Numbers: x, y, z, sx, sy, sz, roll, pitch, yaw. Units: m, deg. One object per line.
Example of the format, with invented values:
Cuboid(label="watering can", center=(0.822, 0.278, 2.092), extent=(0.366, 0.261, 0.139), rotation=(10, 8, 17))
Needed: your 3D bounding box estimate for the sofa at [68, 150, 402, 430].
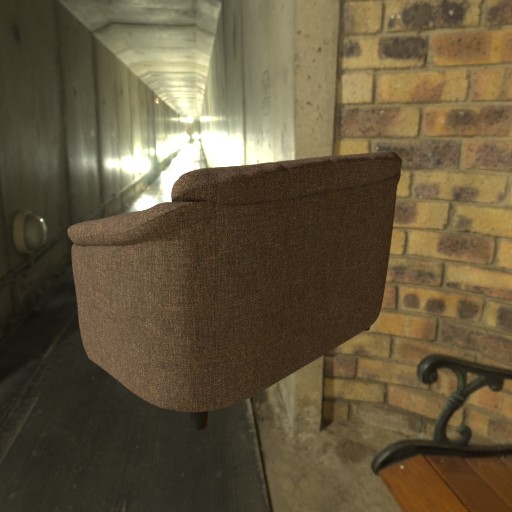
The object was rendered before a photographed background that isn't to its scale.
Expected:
Cuboid(label="sofa", center=(0.000, 0.000, 1.945), extent=(1.404, 0.895, 0.799), rotation=(-16, 24, -42))
